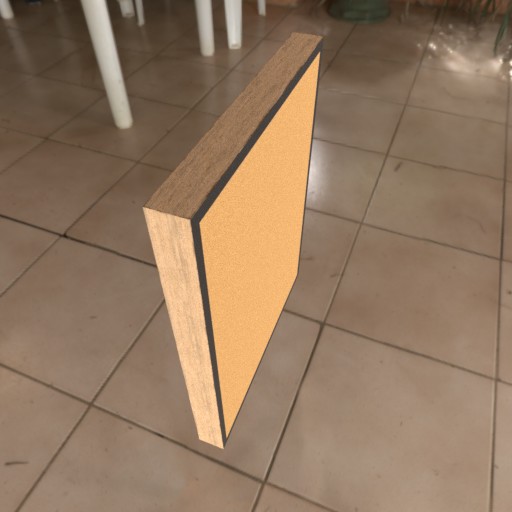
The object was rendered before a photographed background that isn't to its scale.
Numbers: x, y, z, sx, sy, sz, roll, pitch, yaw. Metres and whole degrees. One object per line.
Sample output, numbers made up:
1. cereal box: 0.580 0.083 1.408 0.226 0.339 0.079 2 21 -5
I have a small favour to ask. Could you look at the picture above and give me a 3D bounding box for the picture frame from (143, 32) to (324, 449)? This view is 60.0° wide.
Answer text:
1. picture frame: 0.000 0.000 0.703 0.046 0.526 0.421 16 49 14
